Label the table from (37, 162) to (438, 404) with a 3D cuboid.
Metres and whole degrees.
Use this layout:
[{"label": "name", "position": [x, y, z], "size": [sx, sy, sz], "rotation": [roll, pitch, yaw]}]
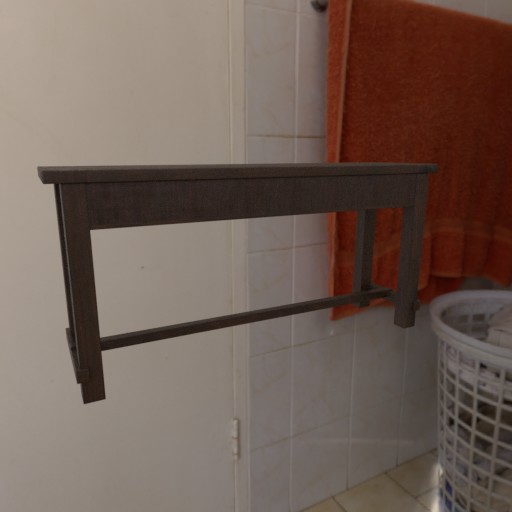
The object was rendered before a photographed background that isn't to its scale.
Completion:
[{"label": "table", "position": [0.000, 0.000, 1.892], "size": [1.599, 0.762, 0.442], "rotation": [-7, 15, -26]}]
